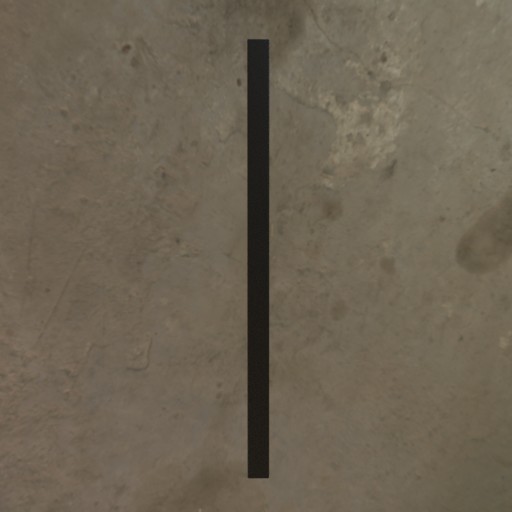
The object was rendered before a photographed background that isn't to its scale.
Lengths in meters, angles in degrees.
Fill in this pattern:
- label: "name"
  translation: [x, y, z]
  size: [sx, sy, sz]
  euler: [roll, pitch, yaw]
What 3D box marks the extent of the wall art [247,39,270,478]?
- label: "wall art"
  translation: [0.000, 0.000, 1.153]
  size: [0.038, 0.765, 0.765]
  euler: [0, 91, -1]
